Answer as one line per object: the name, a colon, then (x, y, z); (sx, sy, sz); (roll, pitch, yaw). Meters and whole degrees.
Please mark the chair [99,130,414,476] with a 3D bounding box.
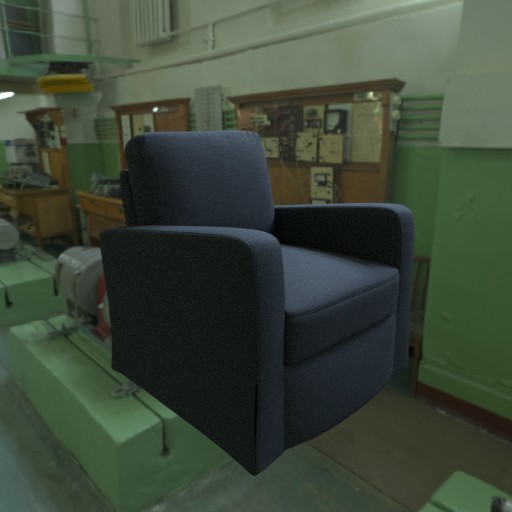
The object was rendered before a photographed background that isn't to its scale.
chair: (0.000, 0.000, 1.541); (0.798, 0.855, 0.863); (-14, 20, -42)
